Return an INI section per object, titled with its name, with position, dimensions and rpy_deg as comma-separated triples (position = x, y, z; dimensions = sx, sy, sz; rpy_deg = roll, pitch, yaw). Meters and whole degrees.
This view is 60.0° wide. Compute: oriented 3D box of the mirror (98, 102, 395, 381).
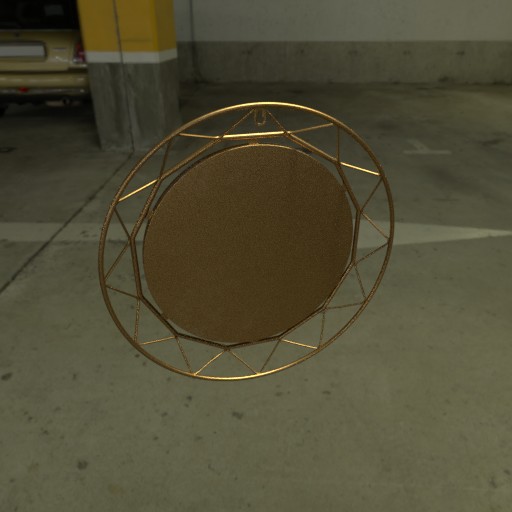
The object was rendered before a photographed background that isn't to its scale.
[mirror]
position = 0.000, 0.000, 0.676
dimensions = 0.454, 0.454, 0.043
rpy_deg = -8, 29, -15
